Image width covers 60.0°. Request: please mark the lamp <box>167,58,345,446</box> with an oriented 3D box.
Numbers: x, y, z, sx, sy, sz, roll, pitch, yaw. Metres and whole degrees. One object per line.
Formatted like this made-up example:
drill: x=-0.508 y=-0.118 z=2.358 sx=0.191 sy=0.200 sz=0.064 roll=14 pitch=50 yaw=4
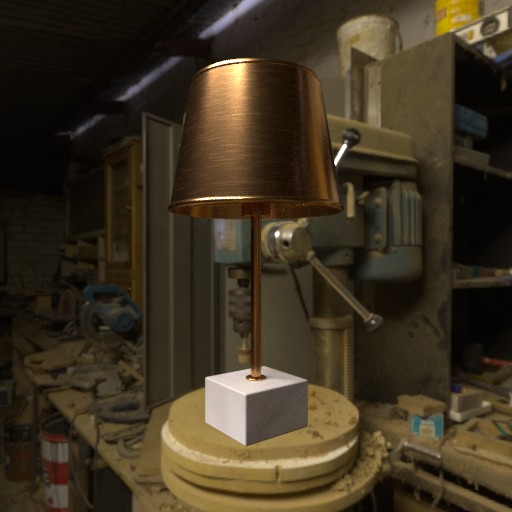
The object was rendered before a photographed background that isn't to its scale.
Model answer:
lamp: x=0.000 y=0.000 z=0.532 sx=0.208 sy=0.406 sz=0.208 roll=0 pitch=0 yaw=0
